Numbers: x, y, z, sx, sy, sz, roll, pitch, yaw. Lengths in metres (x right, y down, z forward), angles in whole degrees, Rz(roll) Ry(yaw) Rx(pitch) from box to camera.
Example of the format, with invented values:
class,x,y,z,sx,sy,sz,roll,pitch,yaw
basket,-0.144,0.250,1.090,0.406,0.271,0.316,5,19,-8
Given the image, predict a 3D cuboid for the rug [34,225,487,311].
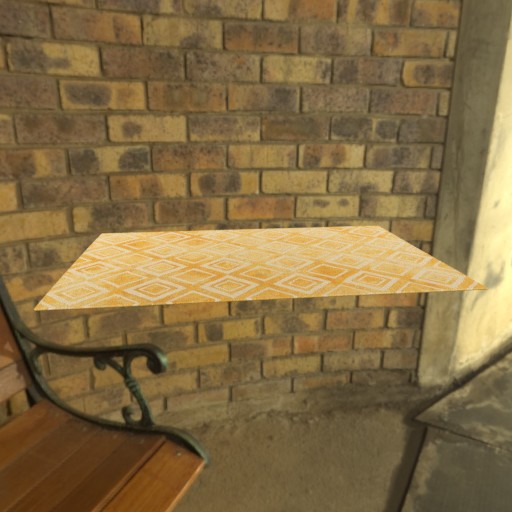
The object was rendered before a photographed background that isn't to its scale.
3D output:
class,x,y,z,sx,sy,sz,roll,pitch,yaw
rug,0.000,0.000,2.334,1.829,0.010,1.213,-2,17,-7
